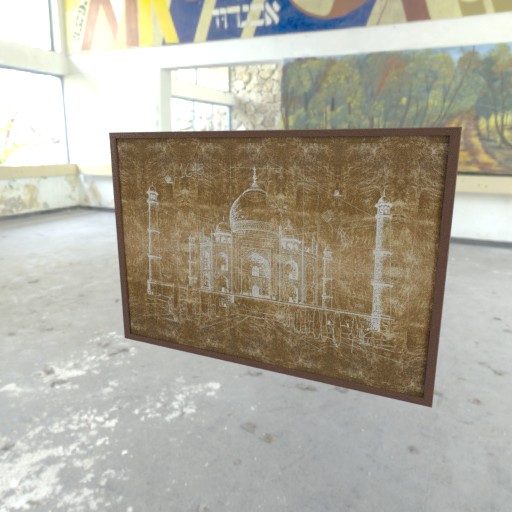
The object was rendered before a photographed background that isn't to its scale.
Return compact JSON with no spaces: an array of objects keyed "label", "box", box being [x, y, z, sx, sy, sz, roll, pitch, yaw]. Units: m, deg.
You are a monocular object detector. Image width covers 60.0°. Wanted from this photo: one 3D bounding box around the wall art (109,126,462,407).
[{"label":"wall art","box":[0.000,0.000,0.832,0.660,0.455,0.014,6,15,24]}]
